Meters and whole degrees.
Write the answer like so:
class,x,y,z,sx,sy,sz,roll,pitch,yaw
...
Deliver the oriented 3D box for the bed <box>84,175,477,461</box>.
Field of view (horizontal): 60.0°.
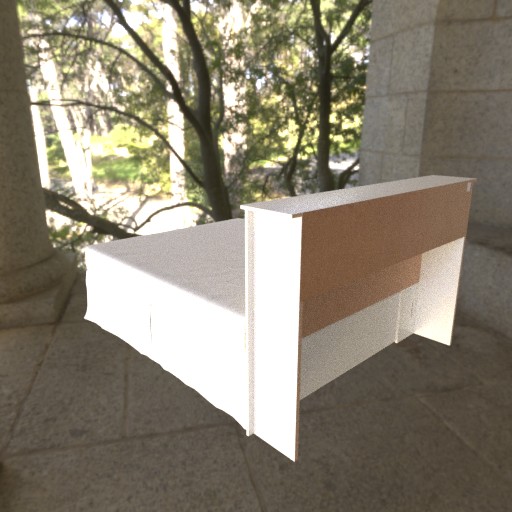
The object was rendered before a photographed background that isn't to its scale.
class,x,y,z,sx,sy,sz,roll,pitch,yaw
bed,0.000,0.000,3.026,1.671,1.092,2.133,-15,22,-41
